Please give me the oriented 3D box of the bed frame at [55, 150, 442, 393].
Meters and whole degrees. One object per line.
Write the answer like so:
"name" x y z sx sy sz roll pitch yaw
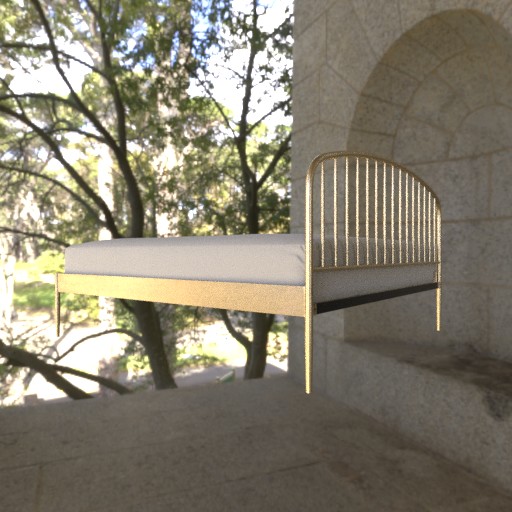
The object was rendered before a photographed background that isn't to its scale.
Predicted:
"bed frame" 0.000 0.000 3.358 2.152 1.174 2.016 0 0 38
